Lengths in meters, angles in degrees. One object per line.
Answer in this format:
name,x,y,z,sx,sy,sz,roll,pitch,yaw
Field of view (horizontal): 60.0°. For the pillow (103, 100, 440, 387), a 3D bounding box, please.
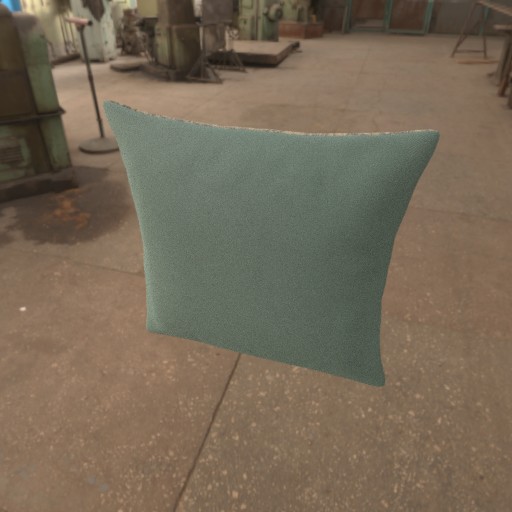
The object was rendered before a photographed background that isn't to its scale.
pillow,0.000,0.000,0.797,0.526,0.507,0.166,10,34,15
